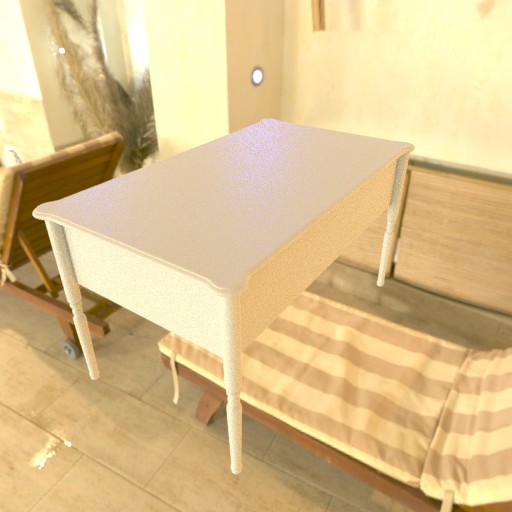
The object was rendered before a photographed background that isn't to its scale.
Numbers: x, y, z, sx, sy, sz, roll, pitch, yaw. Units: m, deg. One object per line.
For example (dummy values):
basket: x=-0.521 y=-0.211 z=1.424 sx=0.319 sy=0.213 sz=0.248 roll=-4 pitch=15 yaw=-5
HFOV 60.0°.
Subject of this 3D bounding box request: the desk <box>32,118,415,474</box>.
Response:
desk: x=0.000 y=0.000 z=1.878 sx=0.807 sy=0.762 sz=1.380 roll=20 pitch=37 yaw=29
